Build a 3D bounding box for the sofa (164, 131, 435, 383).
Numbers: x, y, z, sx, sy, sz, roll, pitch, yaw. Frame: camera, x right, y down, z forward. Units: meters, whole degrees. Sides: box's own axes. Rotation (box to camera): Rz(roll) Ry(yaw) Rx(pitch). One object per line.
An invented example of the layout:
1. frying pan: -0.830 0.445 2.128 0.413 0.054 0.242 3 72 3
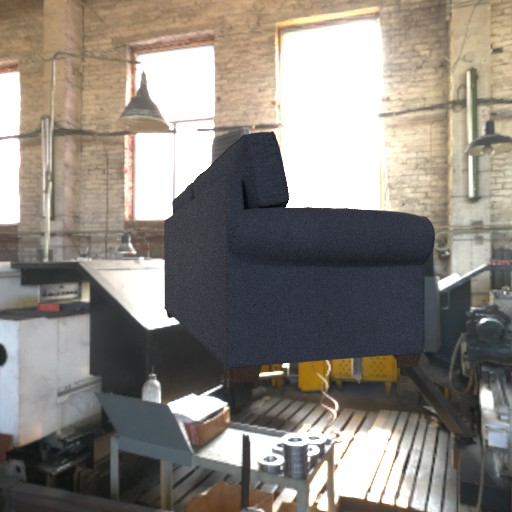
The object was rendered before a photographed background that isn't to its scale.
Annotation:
1. sofa: 0.000 0.000 2.919 0.954 1.026 2.391 0 0 -18
